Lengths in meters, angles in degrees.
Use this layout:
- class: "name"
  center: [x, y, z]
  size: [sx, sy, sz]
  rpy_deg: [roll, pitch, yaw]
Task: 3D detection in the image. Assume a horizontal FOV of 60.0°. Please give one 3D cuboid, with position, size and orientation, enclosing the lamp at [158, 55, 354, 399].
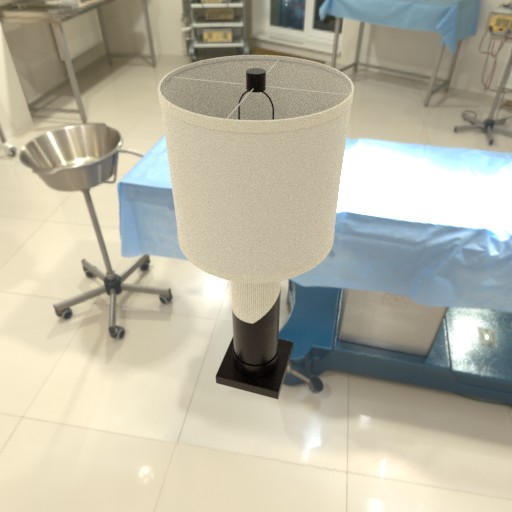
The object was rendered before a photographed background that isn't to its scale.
- class: "lamp"
  center: [0.000, 0.000, 0.633]
  size: [0.211, 0.509, 0.211]
  rpy_deg: [11, 41, 13]
